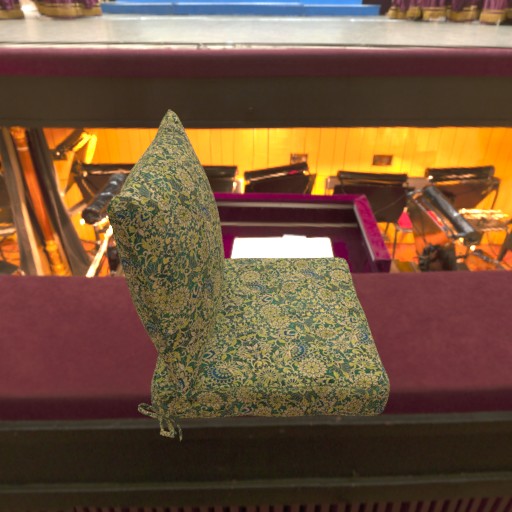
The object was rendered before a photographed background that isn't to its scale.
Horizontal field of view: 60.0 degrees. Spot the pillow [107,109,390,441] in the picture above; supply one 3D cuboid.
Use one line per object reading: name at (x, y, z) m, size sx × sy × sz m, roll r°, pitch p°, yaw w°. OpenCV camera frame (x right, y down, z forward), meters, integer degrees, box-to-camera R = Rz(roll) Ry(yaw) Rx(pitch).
pillow at (0.000, 0.000, 1.369) m, size 0.740 × 0.722 × 0.798 m, roll 0°, pitch 31°, yaw -1°
